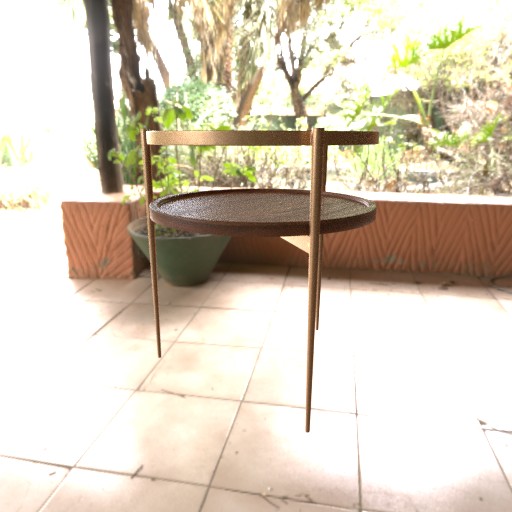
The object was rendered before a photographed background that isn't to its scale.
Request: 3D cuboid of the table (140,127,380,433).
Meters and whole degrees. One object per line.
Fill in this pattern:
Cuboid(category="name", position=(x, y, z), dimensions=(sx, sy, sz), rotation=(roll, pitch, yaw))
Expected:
Cuboid(category="table", position=(0.000, 0.000, 0.895), dimensions=(0.456, 0.493, 0.430), rotation=(3, 16, 9))
